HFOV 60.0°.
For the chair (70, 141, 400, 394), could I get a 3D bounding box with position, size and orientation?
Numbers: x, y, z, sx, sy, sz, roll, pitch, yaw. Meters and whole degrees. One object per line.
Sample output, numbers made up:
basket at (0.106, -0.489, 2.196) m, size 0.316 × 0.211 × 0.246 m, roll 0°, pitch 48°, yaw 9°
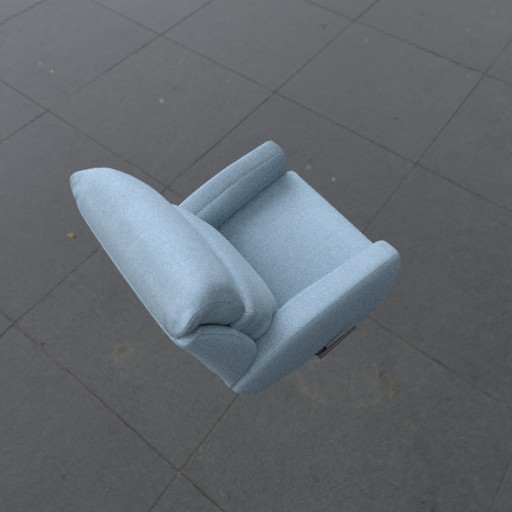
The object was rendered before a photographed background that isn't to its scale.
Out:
chair at (0.000, 0.000, 1.693) m, size 0.940 × 1.013 × 0.812 m, roll -33°, pitch 64°, yaw -19°
